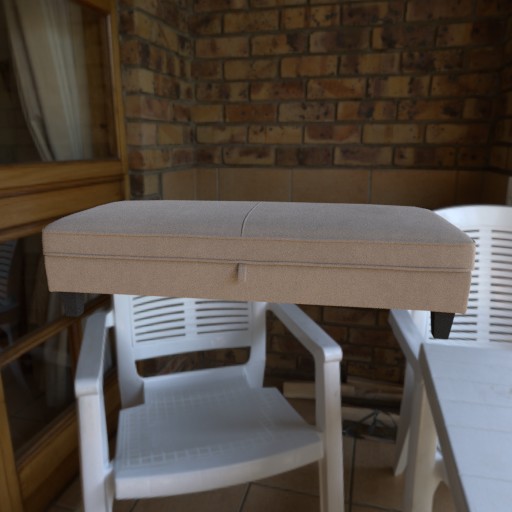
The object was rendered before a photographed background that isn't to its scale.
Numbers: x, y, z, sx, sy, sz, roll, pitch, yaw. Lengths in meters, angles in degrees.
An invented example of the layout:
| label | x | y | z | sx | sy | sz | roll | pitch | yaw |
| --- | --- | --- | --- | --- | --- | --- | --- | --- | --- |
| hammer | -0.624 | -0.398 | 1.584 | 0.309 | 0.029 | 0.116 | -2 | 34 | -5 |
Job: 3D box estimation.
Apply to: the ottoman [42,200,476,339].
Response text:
| label | x | y | z | sx | sy | sz | roll | pitch | yaw |
| --- | --- | --- | --- | --- | --- | --- | --- | --- | --- |
| ottoman | 0.000 | 0.000 | 2.054 | 1.726 | 0.460 | 0.735 | 2 | 15 | 8 |
